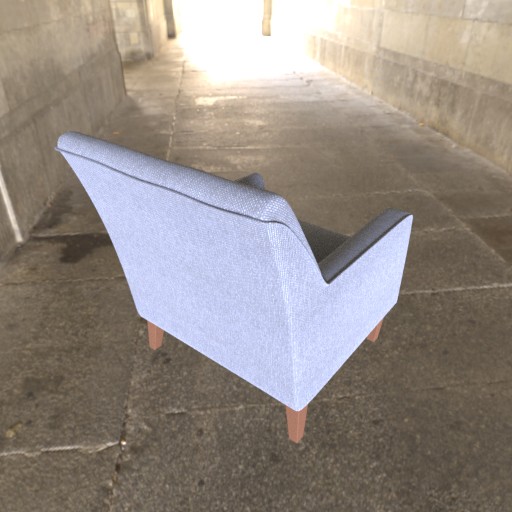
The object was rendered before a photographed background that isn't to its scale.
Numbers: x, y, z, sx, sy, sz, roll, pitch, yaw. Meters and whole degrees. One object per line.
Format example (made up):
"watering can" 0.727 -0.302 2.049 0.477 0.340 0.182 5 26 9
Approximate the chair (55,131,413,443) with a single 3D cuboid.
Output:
"chair" 0.000 0.000 1.564 0.780 0.919 0.899 22 38 32
